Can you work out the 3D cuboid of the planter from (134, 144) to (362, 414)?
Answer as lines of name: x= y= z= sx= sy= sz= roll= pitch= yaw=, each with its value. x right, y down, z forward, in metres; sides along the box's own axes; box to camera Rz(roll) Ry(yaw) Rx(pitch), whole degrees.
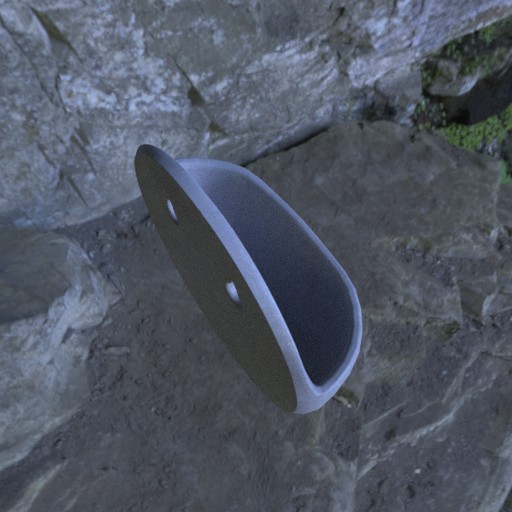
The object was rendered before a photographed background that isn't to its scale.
planter: x=0.000 y=0.000 z=0.278 sx=0.073 sy=0.164 sz=0.190 roll=-30 pitch=63 yaw=-17
